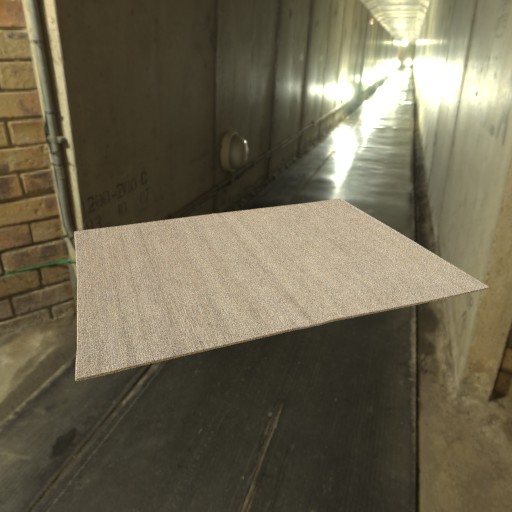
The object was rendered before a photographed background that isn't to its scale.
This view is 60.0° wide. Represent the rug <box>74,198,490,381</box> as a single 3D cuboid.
[{"bbox_3d":[0.000,0.000,4.692,3.626,0.051,2.757,-9,27,-18],"label":"rug"}]
